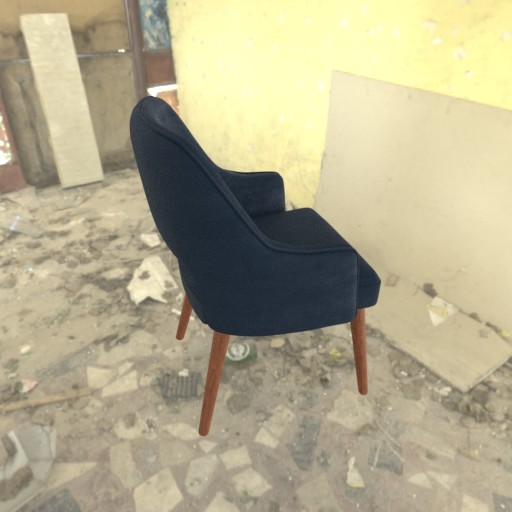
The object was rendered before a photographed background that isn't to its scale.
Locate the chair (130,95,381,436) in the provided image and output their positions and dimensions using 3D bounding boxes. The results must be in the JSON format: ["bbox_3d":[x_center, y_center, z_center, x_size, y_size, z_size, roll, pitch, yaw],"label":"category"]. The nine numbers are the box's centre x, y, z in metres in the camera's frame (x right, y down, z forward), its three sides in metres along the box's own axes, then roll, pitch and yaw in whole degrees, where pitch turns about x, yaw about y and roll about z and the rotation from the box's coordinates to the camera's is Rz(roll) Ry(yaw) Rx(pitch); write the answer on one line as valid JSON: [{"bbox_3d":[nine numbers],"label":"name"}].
[{"bbox_3d":[0.000,0.000,1.259,0.591,0.844,0.559,-9,32,-15],"label":"chair"}]
